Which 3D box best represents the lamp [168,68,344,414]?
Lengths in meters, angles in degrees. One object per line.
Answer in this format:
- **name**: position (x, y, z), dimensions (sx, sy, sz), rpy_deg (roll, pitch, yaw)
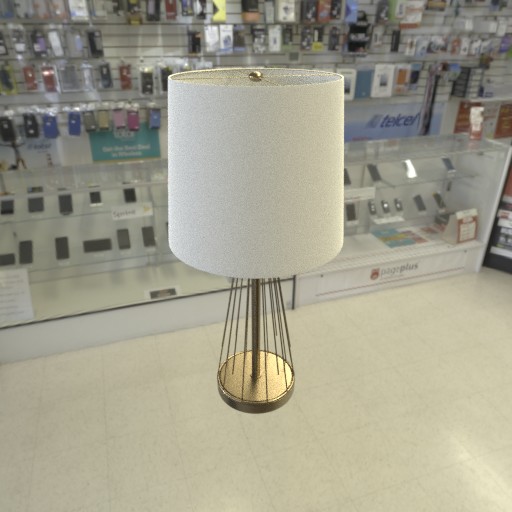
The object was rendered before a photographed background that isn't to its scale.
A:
- **lamp**: position (0.000, 0.000, 0.801), dimensions (0.303, 0.618, 0.303), rpy_deg (0, 28, 0)
